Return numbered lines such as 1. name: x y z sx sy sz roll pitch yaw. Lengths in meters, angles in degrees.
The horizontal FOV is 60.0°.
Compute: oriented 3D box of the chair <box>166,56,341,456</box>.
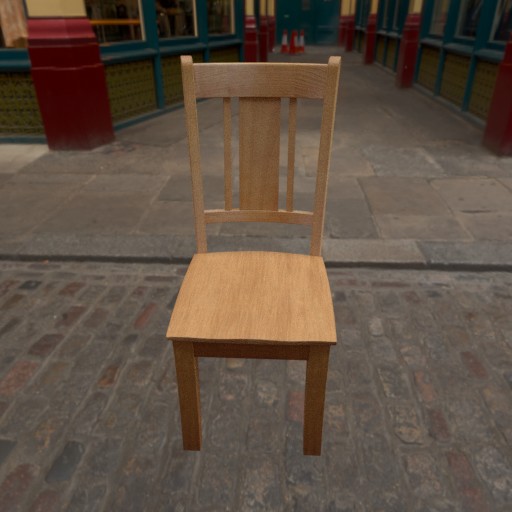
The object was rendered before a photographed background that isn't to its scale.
1. chair: 0.000 0.000 1.262 0.450 0.998 0.556 1 29 2
